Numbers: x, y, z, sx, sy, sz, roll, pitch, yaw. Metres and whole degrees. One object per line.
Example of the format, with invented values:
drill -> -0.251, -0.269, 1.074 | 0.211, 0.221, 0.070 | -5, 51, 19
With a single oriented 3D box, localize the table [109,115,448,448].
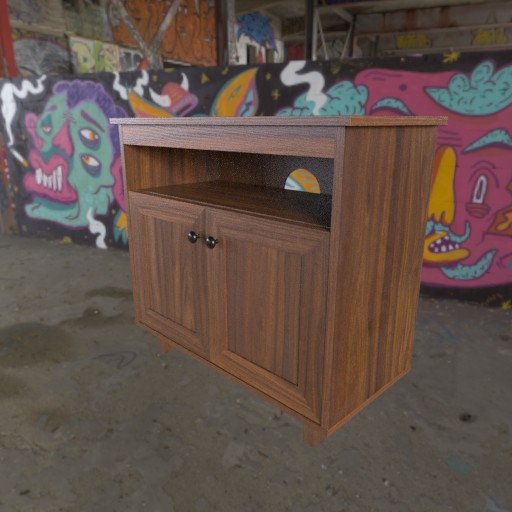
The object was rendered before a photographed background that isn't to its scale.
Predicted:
table -> 0.000, 0.000, 1.215 | 0.802, 0.725, 0.390 | 16, 23, 43
